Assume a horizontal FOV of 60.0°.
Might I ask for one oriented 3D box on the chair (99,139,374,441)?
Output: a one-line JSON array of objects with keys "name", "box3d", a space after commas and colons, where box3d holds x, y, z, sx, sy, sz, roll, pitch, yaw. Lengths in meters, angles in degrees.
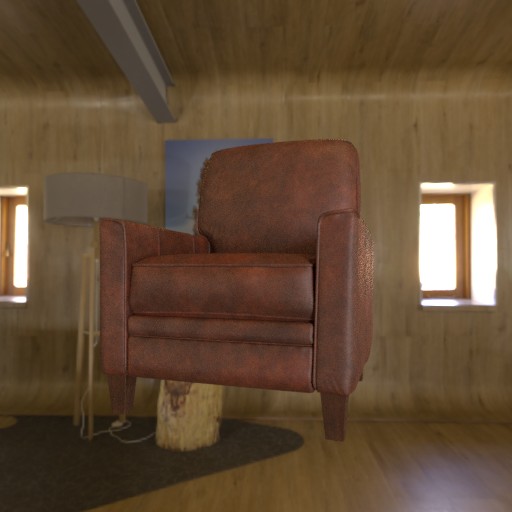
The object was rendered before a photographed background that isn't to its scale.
[{"name": "chair", "box3d": [0.000, 0.000, 1.686, 0.843, 1.043, 0.836, 0, -1, 18]}]
